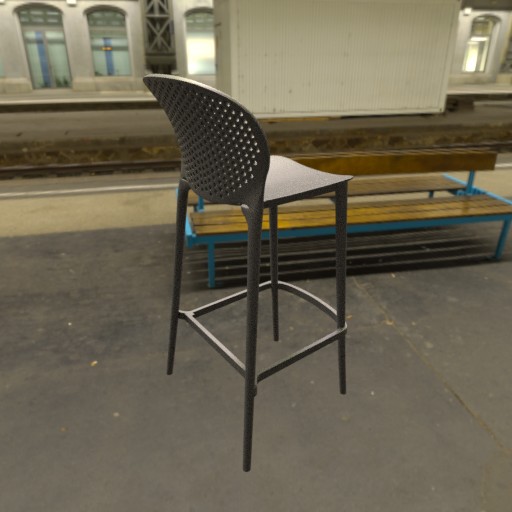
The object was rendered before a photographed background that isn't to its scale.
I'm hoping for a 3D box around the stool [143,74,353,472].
[{"bbox_3d":[0.000,0.000,1.361,0.535,1.045,0.536,-16,29,-32],"label":"stool"}]
